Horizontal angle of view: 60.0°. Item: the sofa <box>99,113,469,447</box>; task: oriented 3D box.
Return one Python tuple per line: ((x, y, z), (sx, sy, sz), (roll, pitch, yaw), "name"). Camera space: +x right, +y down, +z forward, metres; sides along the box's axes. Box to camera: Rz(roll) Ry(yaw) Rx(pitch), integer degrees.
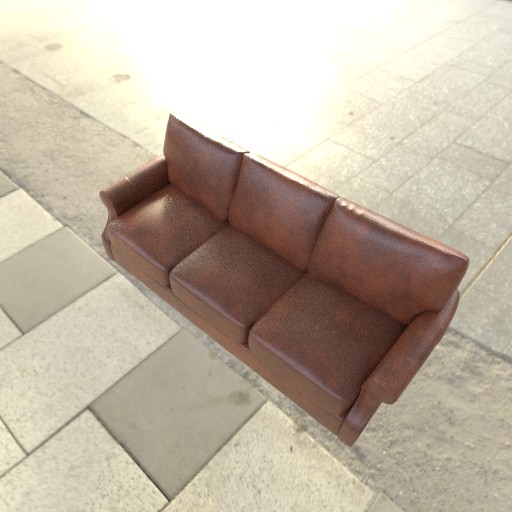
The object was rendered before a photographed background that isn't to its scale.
((0.000, 0.000, 2.843), (2.351, 0.977, 0.973), (32, 55, 27), "sofa")
